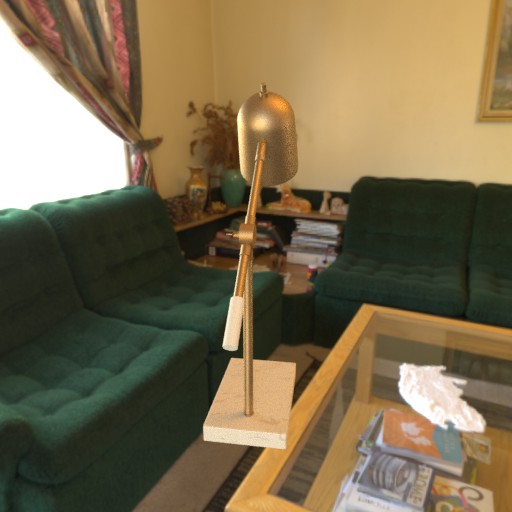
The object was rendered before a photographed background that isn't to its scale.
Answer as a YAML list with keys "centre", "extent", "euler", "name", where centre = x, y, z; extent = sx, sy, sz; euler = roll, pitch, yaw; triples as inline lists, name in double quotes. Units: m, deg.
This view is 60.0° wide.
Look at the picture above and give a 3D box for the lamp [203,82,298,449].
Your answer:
- centre: [0.000, 0.000, 0.804]
  extent: [0.144, 0.603, 0.471]
  euler: [3, 17, 9]
  name: "lamp"
